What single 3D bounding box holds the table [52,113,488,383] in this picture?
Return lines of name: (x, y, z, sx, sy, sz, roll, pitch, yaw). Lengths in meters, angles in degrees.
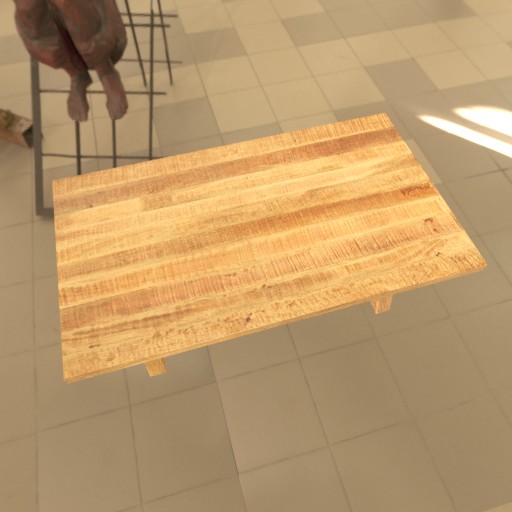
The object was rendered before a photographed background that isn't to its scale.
table: (0.000, 0.000, 1.703, 1.320, 0.455, 0.760, -14, 58, -9)
